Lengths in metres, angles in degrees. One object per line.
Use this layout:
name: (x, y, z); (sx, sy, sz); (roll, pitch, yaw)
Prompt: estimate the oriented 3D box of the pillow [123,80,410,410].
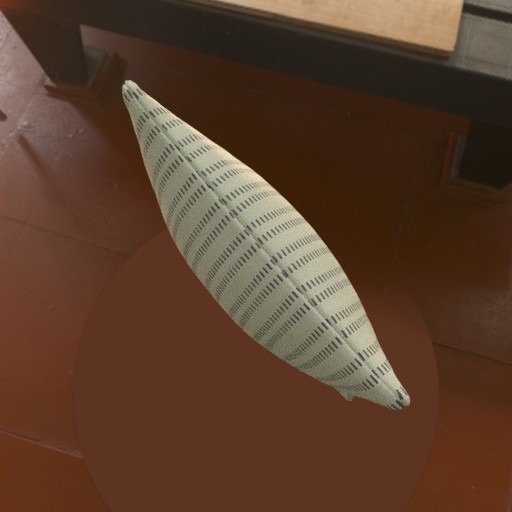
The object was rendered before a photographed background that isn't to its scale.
pillow: (0.000, 0.000, 0.800); (0.210, 0.353, 0.640); (-39, 78, -10)
